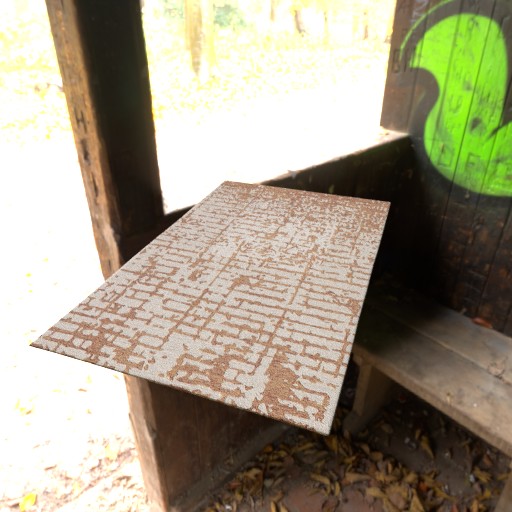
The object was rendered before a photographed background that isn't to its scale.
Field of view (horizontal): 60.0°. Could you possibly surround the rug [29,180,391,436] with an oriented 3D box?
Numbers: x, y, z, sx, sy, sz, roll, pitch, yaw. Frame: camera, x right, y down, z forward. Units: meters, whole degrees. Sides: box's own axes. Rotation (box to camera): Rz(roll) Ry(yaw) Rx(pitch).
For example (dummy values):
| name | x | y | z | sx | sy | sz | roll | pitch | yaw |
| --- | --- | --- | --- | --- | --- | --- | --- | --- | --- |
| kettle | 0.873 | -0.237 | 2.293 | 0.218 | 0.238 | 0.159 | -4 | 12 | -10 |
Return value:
| name | x | y | z | sx | sy | sz | roll | pitch | yaw |
| --- | --- | --- | --- | --- | --- | --- | --- | --- | --- |
| rug | 0.000 | 0.000 | 2.963 | 1.517 | 0.011 | 2.435 | 11 | 32 | 17 |
